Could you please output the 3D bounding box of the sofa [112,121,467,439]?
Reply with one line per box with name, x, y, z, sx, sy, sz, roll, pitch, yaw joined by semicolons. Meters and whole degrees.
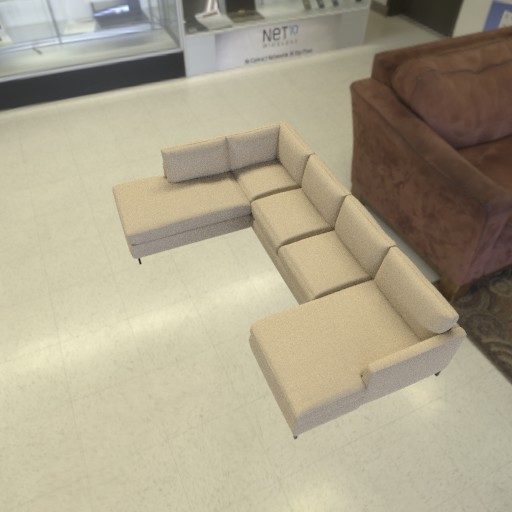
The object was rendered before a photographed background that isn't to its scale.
sofa;0.000;0.000;3.614;1.879;0.756;2.737;-17;49;-15
